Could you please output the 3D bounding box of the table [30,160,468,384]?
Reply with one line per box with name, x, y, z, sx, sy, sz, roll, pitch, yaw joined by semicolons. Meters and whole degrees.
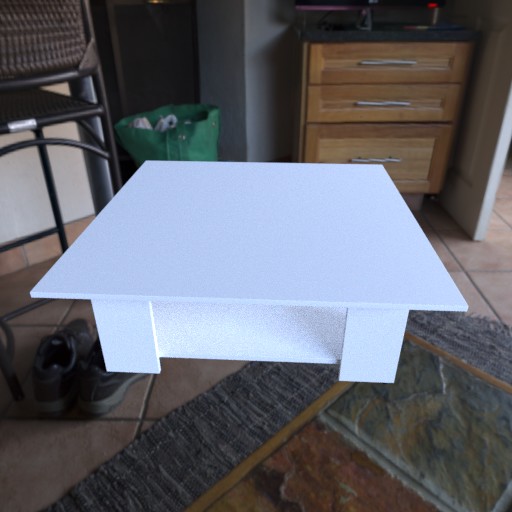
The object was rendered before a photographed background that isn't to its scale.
table;0.000;0.000;1.358;0.890;0.305;0.890;2;30;3
